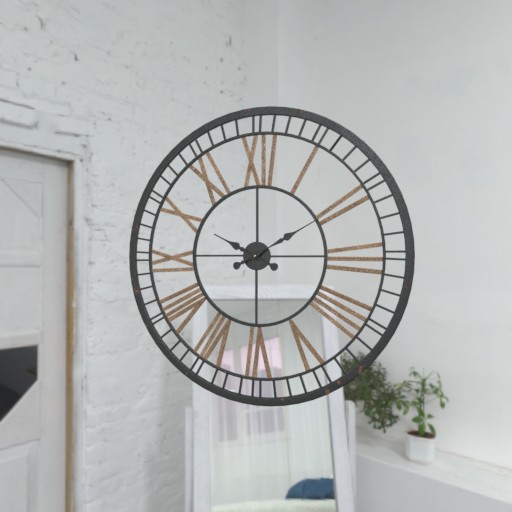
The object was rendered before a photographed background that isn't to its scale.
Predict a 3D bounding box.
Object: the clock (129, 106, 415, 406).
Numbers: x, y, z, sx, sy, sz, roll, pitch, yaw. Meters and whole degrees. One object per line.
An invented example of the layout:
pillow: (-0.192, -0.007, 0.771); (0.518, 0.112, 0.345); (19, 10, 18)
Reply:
clock: (0.000, 0.000, 1.249); (0.843, 0.843, 0.025); (0, -1, 19)
